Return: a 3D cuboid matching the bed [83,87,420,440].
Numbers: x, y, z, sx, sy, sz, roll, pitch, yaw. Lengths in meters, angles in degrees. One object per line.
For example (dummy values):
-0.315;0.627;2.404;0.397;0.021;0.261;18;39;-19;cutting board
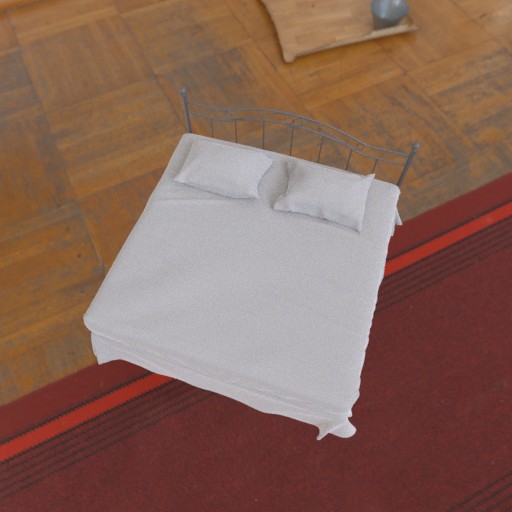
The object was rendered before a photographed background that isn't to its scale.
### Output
0.000;0.000;3.573;2.309;1.080;2.220;16;62;9;bed
